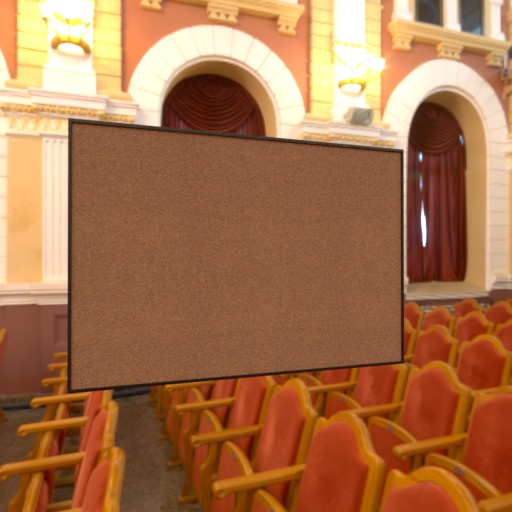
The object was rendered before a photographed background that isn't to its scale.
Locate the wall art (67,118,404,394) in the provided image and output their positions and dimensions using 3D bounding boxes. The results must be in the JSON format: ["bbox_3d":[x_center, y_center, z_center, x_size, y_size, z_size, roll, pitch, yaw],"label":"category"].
[{"bbox_3d":[0.000,0.000,1.223,0.957,0.660,0.019,0,0,-19],"label":"wall art"}]
